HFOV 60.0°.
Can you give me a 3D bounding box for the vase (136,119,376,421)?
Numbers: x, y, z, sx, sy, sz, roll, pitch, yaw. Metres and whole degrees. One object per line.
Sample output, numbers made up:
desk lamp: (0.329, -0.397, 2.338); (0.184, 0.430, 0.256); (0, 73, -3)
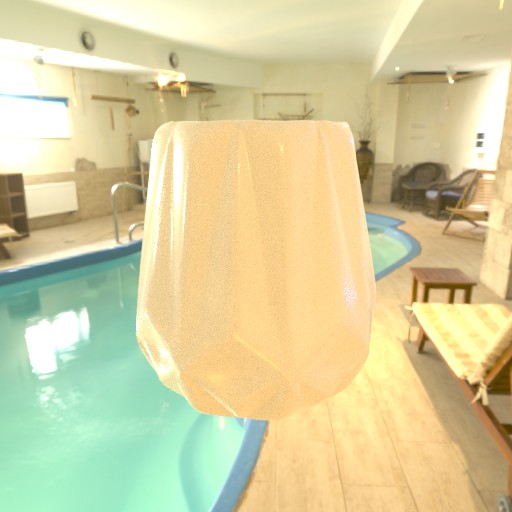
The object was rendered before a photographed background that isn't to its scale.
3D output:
vase: (0.000, 0.000, 0.262); (0.141, 0.152, 0.141); (0, 15, 0)
